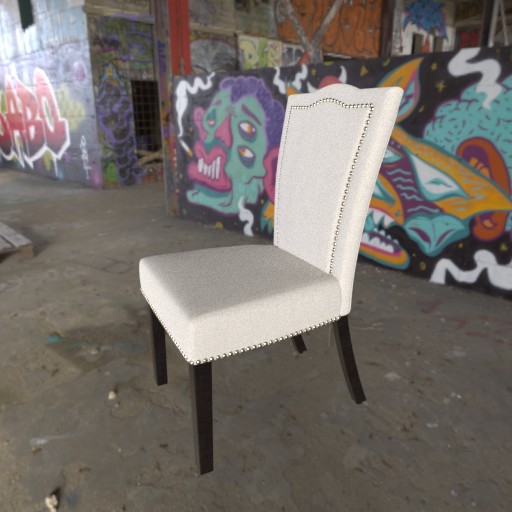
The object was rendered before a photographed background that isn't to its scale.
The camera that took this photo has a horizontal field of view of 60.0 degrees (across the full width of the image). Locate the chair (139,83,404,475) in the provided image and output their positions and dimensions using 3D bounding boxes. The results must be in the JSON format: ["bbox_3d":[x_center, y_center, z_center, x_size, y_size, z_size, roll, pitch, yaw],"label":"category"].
[{"bbox_3d":[0.000,0.000,1.283,0.589,0.946,0.518,-8,19,-25],"label":"chair"}]
